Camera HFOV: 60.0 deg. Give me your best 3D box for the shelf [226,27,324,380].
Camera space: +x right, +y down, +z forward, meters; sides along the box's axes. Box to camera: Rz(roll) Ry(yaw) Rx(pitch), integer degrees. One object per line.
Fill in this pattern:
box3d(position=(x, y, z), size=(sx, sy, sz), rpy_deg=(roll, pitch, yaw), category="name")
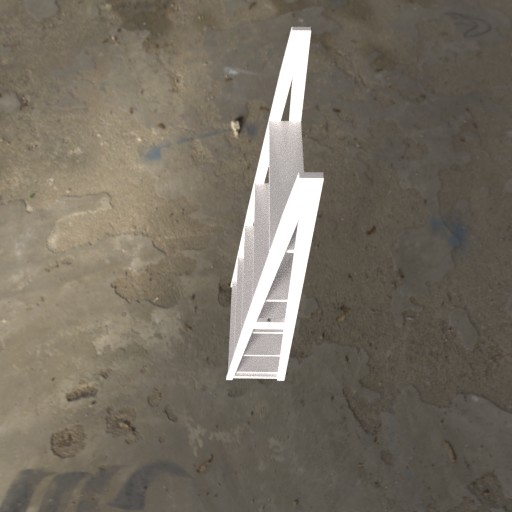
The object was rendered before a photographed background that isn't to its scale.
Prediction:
box3d(position=(0.000, 0.000, 2.008), size=(0.341, 1.779, 0.636), rpy_deg=(1, 59, 0), category="shelf")
